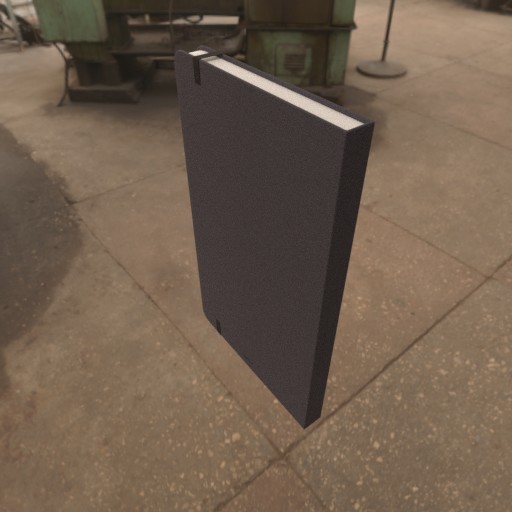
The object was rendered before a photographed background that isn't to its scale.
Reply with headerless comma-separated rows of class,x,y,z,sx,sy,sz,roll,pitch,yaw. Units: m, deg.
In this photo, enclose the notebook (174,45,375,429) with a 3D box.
notebook,0.000,0.000,0.268,0.016,0.213,0.127,-26,47,-27
